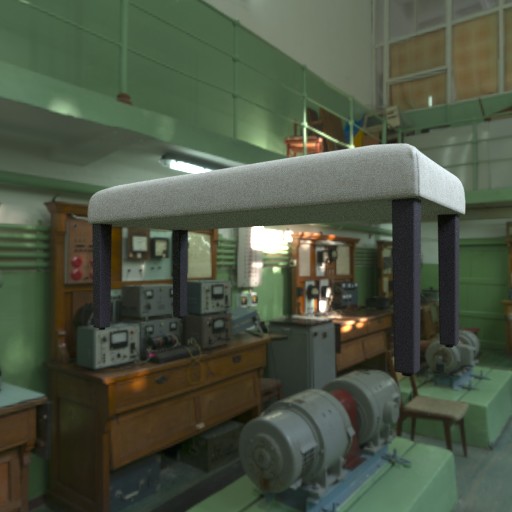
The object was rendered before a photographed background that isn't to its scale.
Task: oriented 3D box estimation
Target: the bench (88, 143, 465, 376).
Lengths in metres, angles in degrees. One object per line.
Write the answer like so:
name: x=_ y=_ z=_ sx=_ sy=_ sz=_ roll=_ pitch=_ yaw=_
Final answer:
bench: x=0.000 y=0.000 z=1.249 sx=1.013 sy=0.456 sz=0.407 roll=0 pitch=-1 yaw=36
